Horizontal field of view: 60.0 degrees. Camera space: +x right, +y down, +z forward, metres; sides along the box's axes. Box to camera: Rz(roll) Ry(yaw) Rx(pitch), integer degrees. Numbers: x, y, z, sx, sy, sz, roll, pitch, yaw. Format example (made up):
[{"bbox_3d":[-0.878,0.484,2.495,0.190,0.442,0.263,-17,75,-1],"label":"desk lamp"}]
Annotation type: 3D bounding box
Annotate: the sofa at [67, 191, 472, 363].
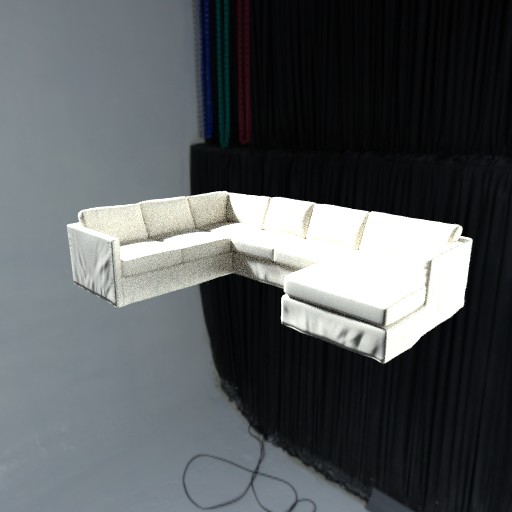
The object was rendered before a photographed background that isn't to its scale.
[{"bbox_3d":[0.000,0.000,4.585,3.460,0.882,2.427,15,22,42],"label":"sofa"}]
